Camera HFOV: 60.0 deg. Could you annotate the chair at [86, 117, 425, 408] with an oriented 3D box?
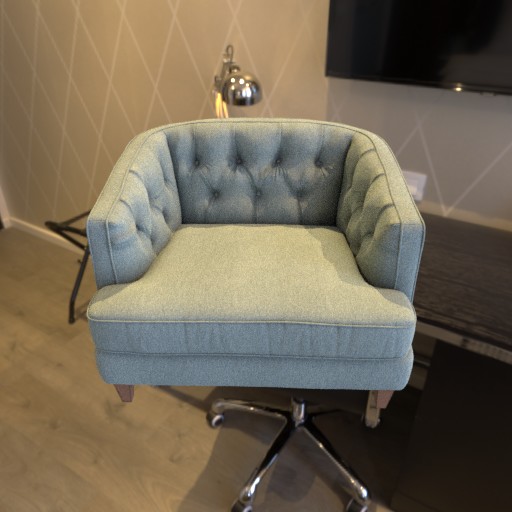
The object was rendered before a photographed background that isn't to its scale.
[{"bbox_3d":[0.000,0.000,1.742,1.094,0.852,0.945,1,31,1],"label":"chair"}]
